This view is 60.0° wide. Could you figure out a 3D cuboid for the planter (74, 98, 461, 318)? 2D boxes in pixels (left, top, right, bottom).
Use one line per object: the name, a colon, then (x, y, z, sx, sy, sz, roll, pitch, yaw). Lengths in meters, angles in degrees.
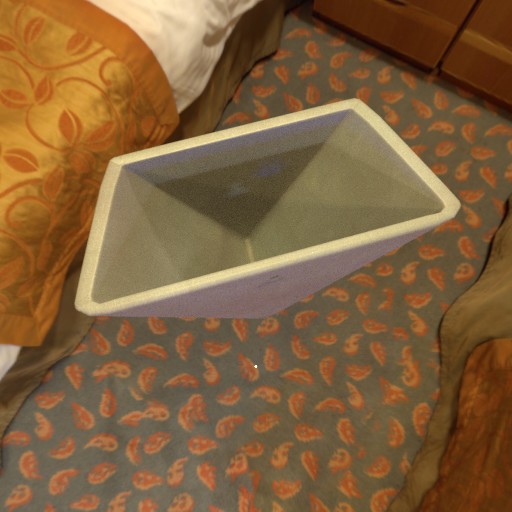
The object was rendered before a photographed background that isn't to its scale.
planter: (0.000, 0.000, 0.266, 0.150, 0.197, 0.060, -15, 77, -4)
